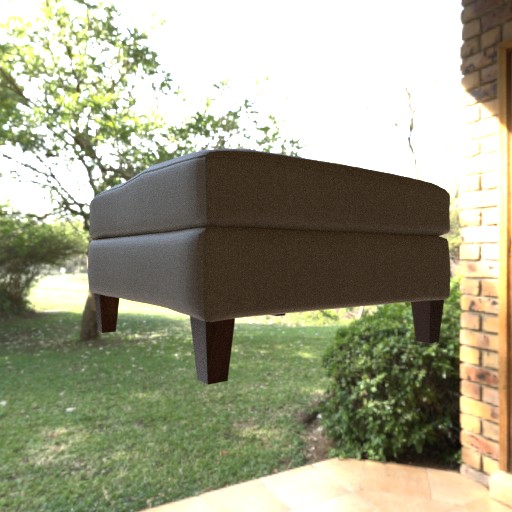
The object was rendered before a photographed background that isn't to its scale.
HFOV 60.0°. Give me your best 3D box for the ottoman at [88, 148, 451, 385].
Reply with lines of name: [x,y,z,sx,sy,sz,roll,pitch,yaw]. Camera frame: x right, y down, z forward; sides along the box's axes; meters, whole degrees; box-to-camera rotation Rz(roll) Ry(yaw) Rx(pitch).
ottoman: [0.000,0.000,1.391,0.838,0.503,0.838,0,0,-35]
